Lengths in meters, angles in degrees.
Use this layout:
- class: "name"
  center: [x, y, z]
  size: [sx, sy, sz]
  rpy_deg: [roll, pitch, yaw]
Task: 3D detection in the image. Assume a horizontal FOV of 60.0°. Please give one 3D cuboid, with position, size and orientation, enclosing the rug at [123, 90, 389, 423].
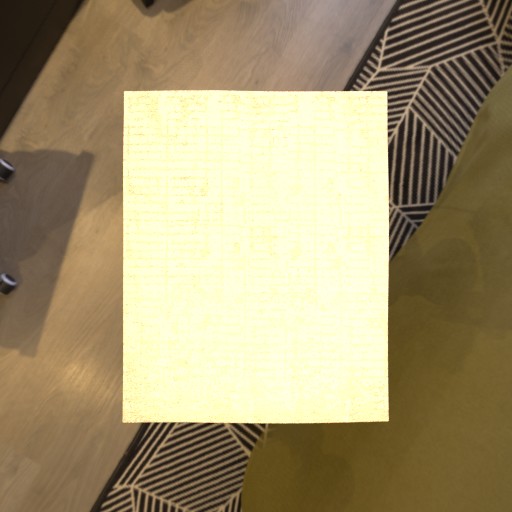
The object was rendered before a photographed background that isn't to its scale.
- class: "rug"
  center: [0.000, 0.000, 4.081]
  size: [2.447, 0.014, 3.061]
  rpy_deg: [0, 89, 0]
